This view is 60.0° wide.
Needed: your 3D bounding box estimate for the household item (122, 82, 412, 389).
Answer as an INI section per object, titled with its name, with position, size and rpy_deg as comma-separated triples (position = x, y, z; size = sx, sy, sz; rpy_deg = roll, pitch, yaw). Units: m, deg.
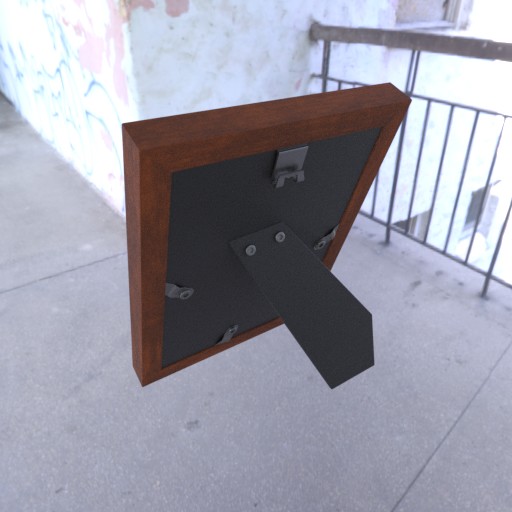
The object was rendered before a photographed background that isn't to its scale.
[household item]
position = 0.000, 0.000, 0.288
size = 0.160, 0.204, 0.096
rpy_deg = -19, 37, -28
